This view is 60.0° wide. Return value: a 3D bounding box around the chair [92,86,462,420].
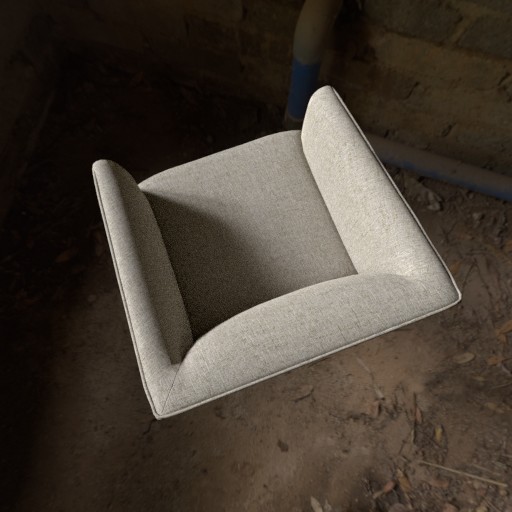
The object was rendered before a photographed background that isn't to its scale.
[{"bbox_3d":[0.000,0.000,1.236,0.628,0.760,0.623,-20,77,-5],"label":"chair"}]
